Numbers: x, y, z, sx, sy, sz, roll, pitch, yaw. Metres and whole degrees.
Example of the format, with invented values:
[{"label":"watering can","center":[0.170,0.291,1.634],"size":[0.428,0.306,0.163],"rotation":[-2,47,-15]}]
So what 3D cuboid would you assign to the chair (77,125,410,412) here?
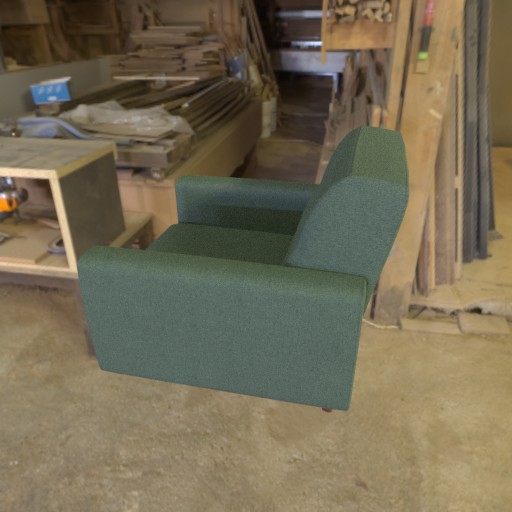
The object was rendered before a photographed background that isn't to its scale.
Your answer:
[{"label":"chair","center":[0.000,0.000,1.575],"size":[0.909,0.841,0.831],"rotation":[7,29,13]}]
